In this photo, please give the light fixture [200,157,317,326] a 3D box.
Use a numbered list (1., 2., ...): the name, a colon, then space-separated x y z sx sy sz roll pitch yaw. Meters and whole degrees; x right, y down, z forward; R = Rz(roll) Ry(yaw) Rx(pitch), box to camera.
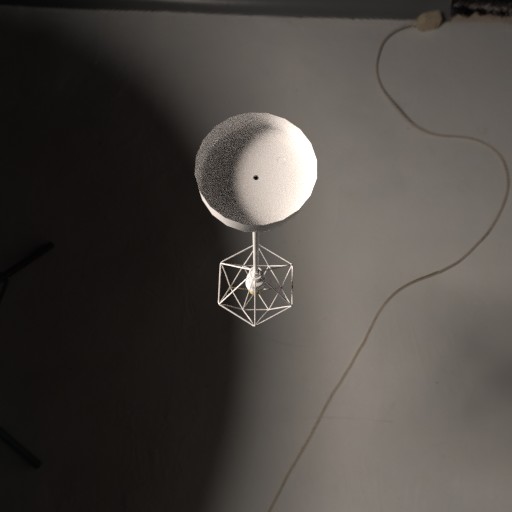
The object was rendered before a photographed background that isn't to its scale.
1. light fixture: 0.000 0.000 1.919 0.431 1.764 0.487 2 76 0
